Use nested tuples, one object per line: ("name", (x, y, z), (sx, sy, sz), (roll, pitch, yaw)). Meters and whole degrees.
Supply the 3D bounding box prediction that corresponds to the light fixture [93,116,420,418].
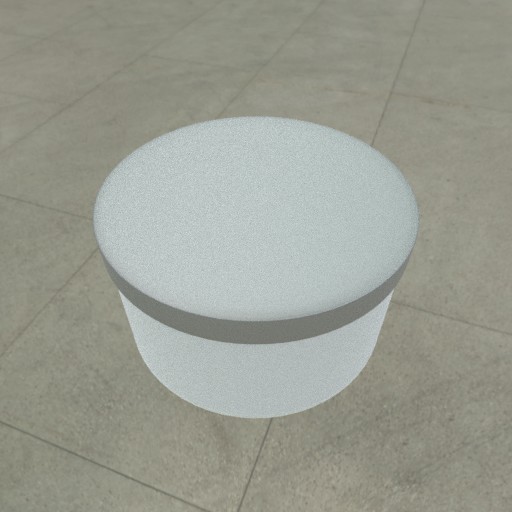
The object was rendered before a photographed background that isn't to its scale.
("light fixture", (0.000, 0.000, 0.629), (0.393, 0.229, 0.393), (0, 45, 0))
